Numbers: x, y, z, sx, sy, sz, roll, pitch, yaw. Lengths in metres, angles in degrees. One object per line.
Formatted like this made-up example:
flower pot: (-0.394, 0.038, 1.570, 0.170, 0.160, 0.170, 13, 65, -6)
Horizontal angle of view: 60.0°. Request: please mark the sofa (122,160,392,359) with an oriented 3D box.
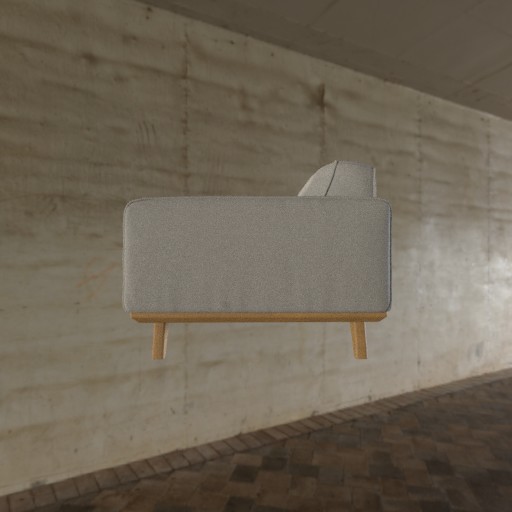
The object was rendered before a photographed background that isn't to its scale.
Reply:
sofa: (0.000, 0.000, 2.652, 0.956, 0.781, 2.270, 0, 0, 0)
